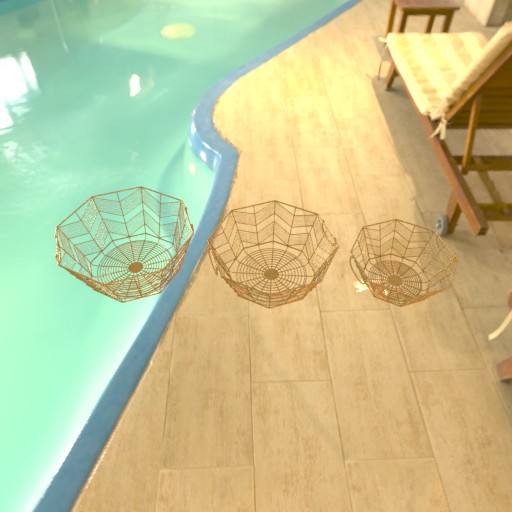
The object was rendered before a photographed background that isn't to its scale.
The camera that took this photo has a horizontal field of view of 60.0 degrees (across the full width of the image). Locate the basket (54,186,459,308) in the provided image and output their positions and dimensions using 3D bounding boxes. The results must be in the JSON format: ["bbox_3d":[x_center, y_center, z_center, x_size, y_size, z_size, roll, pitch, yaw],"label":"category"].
[{"bbox_3d":[0.000,0.000,1.414,1.245,0.178,0.432,3,48,3],"label":"basket"}]
